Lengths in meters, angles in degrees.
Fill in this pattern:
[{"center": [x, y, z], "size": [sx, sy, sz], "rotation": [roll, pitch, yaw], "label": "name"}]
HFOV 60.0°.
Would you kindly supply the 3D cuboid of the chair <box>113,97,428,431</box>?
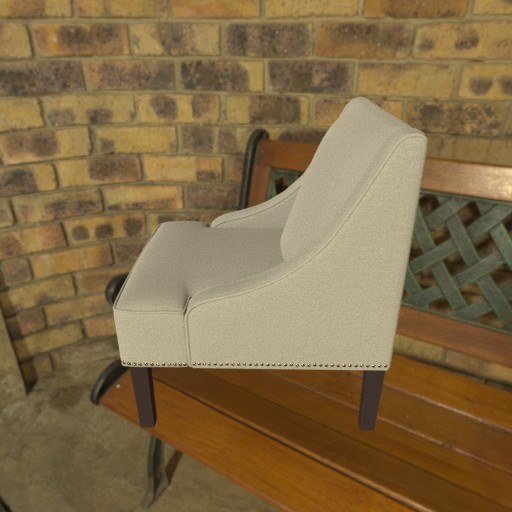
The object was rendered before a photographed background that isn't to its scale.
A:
[{"center": [0.000, 0.000, 1.367], "size": [0.737, 0.864, 0.610], "rotation": [0, 26, 1], "label": "chair"}]
